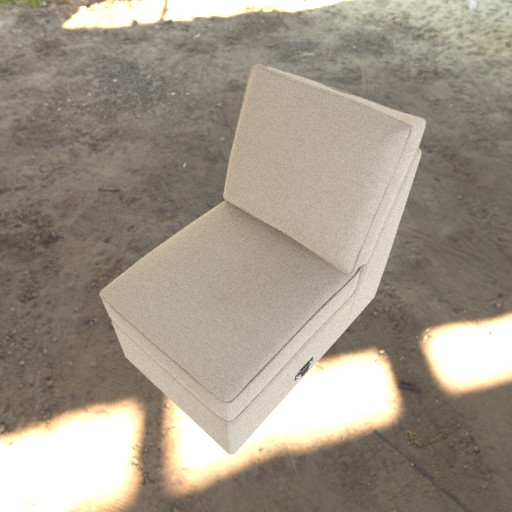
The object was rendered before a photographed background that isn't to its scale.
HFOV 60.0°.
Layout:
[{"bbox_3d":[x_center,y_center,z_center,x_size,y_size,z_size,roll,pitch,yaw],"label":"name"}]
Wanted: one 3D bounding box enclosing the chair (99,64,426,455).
[{"bbox_3d":[0.000,0.000,1.540,0.621,0.970,0.938,33,55,27],"label":"chair"}]
